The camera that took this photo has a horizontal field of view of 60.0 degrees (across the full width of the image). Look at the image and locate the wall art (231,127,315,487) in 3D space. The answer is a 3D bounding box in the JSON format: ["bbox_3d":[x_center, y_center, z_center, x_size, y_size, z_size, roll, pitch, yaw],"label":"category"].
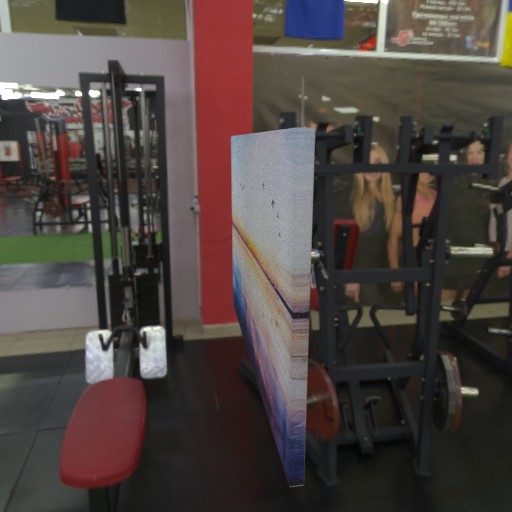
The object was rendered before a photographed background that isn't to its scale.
[{"bbox_3d":[0.000,0.000,1.422,0.034,0.756,1.137,-2,14,-9],"label":"wall art"}]
